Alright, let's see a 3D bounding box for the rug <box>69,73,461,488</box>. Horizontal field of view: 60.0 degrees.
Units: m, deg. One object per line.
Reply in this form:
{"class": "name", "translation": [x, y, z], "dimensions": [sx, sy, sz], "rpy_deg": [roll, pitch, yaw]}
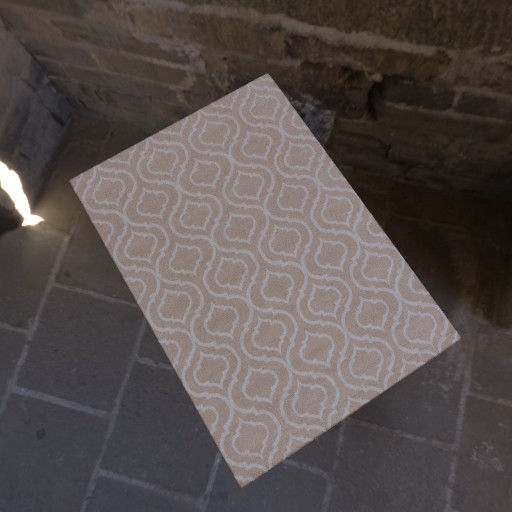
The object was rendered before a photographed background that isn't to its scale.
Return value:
{"class": "rug", "translation": [0.000, 0.000, 2.738], "dimensions": [1.524, 0.010, 2.134], "rpy_deg": [-31, 77, -8]}
